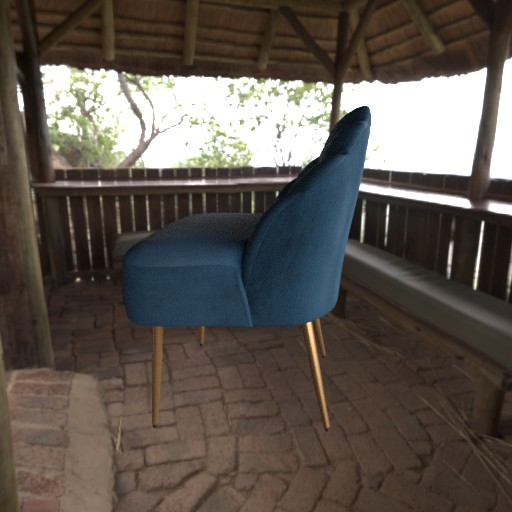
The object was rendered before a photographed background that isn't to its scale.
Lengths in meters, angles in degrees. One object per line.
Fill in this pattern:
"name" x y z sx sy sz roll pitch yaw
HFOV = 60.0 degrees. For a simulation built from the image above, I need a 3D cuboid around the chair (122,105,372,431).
"chair" 0.000 0.000 1.280 0.599 0.819 0.657 2 14 7
